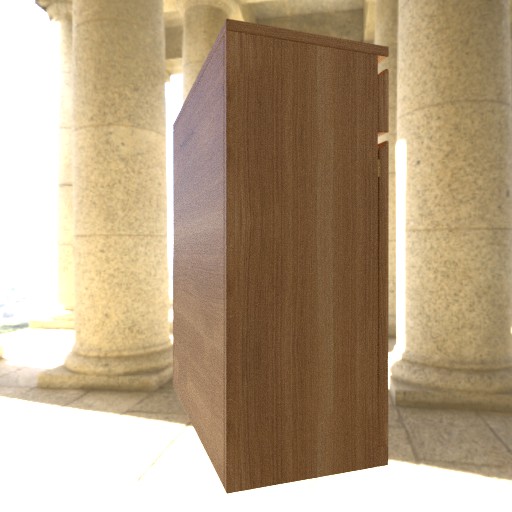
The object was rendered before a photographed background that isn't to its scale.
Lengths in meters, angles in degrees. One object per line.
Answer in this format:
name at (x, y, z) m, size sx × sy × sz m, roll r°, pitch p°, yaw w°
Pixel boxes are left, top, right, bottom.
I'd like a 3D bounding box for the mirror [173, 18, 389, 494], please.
mirror at (0.000, 0.000, 1.373) m, size 0.400 × 1.000 × 0.800 m, roll 0°, pitch 0°, yaw -19°
